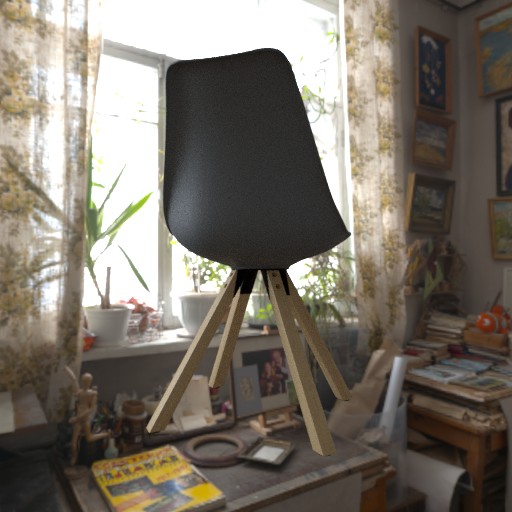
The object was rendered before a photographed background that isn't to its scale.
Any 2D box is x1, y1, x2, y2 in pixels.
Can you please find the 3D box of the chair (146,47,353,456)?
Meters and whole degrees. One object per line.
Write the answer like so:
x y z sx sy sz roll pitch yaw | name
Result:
0.000 0.000 1.175 0.485 0.850 0.549 0 0 18 | chair
